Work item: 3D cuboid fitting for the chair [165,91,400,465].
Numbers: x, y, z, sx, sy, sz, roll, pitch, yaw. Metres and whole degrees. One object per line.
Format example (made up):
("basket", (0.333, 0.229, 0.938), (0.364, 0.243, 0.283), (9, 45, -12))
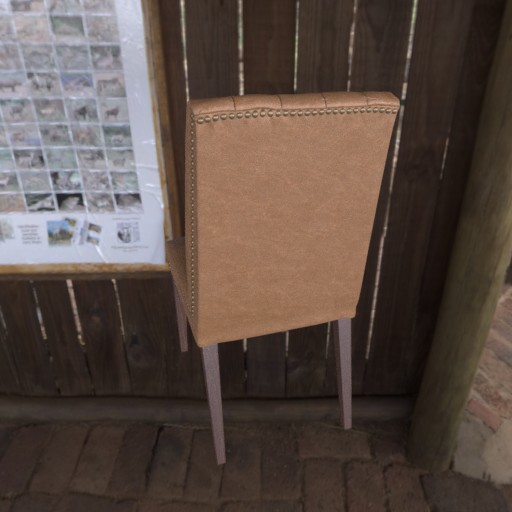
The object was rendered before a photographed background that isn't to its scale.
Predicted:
("chair", (0.000, 0.000, 1.404), (0.511, 1.016, 0.647), (-8, 26, -17))
